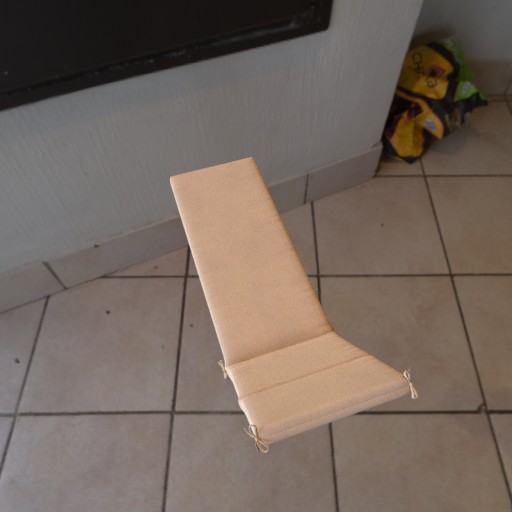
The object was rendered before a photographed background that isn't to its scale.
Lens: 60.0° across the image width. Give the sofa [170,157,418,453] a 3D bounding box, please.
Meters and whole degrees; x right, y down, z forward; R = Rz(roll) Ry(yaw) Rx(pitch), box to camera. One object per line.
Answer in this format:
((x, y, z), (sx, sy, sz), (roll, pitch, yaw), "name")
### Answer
((0.000, 0.000, 2.007), (0.582, 0.622, 1.663), (-16, 59, -10), "sofa")
